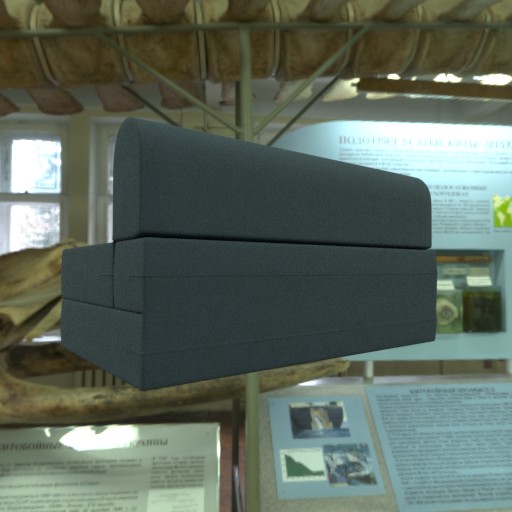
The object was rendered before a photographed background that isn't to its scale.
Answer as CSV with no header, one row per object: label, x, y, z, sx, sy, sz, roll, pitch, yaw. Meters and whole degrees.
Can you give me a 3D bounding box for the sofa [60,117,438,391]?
sofa,0.000,0.000,1.670,1.219,0.660,0.762,1,-2,-37
